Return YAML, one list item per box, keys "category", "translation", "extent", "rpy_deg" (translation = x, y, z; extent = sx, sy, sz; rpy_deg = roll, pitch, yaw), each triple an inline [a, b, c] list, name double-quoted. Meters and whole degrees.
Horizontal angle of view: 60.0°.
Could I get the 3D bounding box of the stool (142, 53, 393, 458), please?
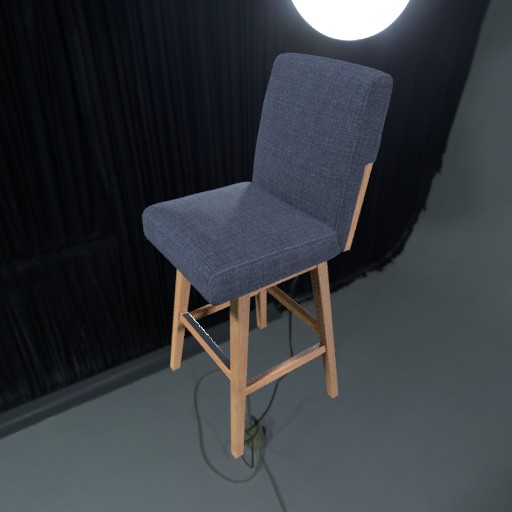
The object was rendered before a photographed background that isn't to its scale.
- category: "stool"
  translation: [0.000, 0.000, 1.403]
  extent: [0.570, 1.112, 0.483]
  rpy_deg: [-21, 38, -29]
